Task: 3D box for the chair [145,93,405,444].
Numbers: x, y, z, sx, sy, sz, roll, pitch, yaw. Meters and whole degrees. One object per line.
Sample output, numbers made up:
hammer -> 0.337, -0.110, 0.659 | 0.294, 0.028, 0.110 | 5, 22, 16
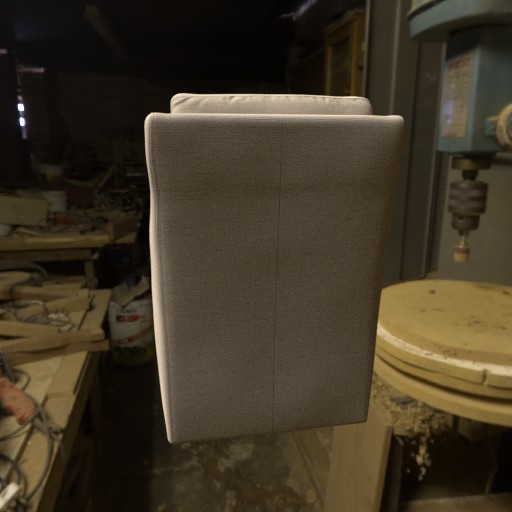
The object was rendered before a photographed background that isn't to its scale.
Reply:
chair -> 0.000, 0.000, 1.387 | 0.626, 0.914, 0.694 | -3, 15, -10
